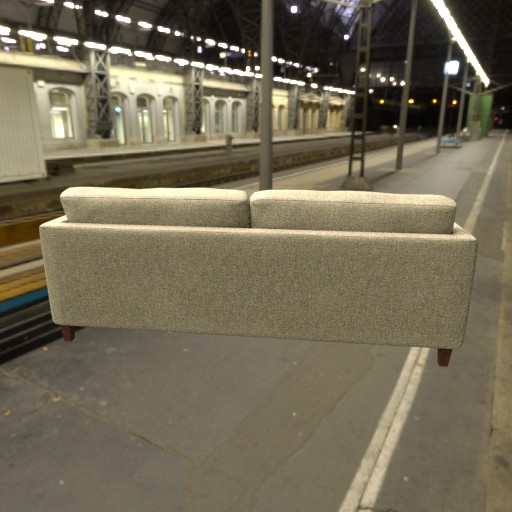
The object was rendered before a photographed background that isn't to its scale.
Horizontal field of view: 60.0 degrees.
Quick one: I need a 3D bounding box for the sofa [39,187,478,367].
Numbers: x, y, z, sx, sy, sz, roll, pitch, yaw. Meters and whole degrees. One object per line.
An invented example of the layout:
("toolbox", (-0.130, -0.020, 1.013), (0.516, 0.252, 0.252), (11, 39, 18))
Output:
("sofa", (0.000, 0.000, 2.907), (2.434, 0.951, 0.948), (2, 17, 7))
